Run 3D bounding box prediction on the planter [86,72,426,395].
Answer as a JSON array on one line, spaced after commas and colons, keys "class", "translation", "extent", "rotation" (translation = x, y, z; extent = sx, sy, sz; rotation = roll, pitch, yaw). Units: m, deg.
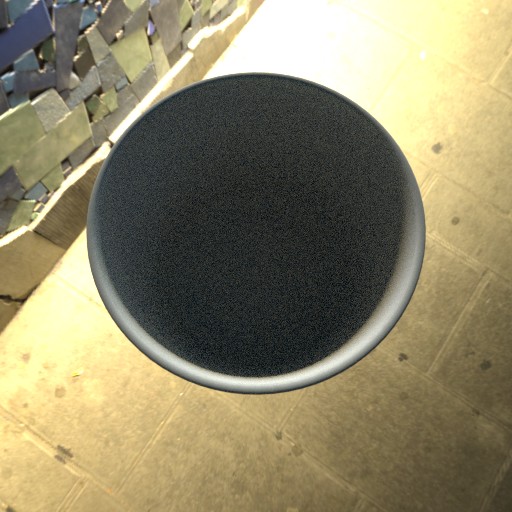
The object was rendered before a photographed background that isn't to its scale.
[{"class": "planter", "translation": [0.000, 0.000, 0.767], "extent": [0.440, 0.398, 0.440], "rotation": [0, 75, 0]}]
